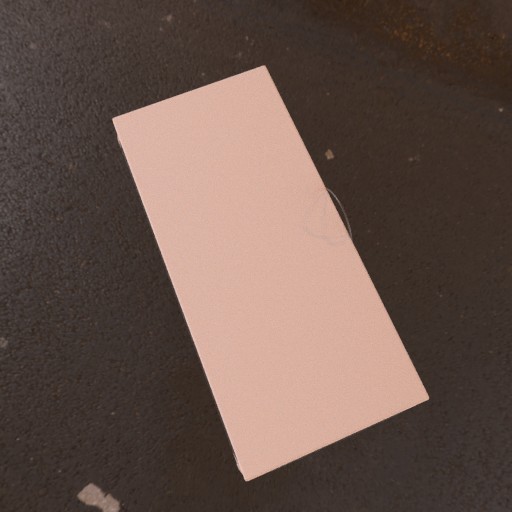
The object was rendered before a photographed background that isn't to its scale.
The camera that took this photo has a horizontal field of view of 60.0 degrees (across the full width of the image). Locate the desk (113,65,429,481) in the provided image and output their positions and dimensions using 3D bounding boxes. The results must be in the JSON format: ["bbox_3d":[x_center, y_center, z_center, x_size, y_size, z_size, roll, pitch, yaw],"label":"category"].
[{"bbox_3d":[0.000,0.000,2.276,0.900,0.526,1.900,-22,75,-6],"label":"desk"}]
